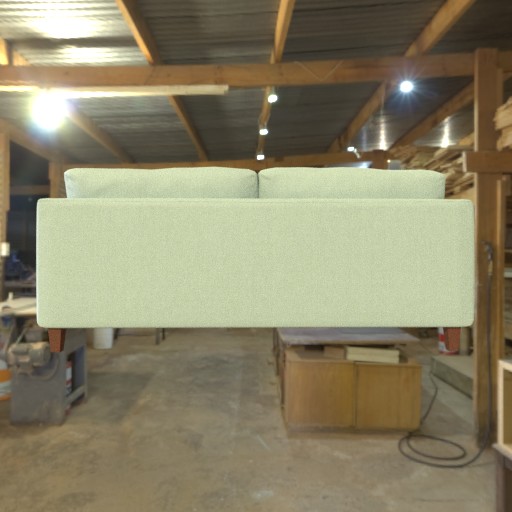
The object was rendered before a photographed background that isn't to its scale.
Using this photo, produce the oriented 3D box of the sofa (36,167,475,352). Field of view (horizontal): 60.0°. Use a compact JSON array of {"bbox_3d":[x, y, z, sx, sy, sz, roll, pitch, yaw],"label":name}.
[{"bbox_3d":[0.000,0.000,2.660,2.208,0.965,0.951,0,0,-1],"label":"sofa"}]
